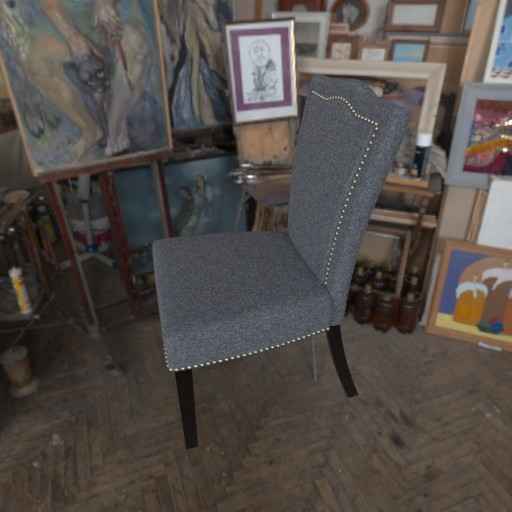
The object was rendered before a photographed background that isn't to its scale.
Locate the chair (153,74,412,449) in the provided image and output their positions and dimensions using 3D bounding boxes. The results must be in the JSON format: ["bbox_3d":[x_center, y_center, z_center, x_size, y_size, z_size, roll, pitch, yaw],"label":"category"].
[{"bbox_3d":[0.000,0.000,1.291,0.589,0.946,0.518,-8,31,-13],"label":"chair"}]
